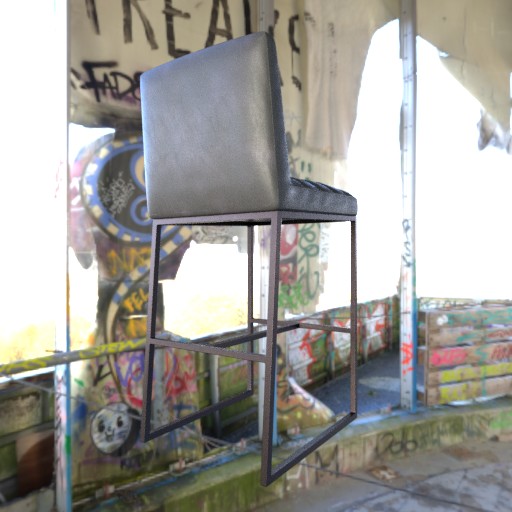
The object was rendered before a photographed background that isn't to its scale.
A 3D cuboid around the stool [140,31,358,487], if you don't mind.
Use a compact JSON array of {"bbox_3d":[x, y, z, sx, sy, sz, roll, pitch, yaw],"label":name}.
[{"bbox_3d":[0.000,0.000,1.365,0.463,1.065,0.562,0,0,35],"label":"stool"}]
